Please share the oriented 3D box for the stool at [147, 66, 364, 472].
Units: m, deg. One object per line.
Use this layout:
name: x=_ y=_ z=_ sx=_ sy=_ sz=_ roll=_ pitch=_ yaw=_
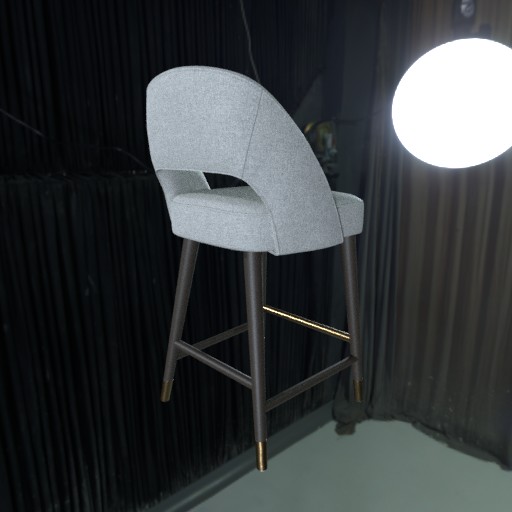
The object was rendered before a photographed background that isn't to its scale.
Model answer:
stool: x=0.000 y=0.000 z=1.254 sx=0.509 sy=0.940 sz=0.494 roll=-14 pitch=20 yaw=-43
